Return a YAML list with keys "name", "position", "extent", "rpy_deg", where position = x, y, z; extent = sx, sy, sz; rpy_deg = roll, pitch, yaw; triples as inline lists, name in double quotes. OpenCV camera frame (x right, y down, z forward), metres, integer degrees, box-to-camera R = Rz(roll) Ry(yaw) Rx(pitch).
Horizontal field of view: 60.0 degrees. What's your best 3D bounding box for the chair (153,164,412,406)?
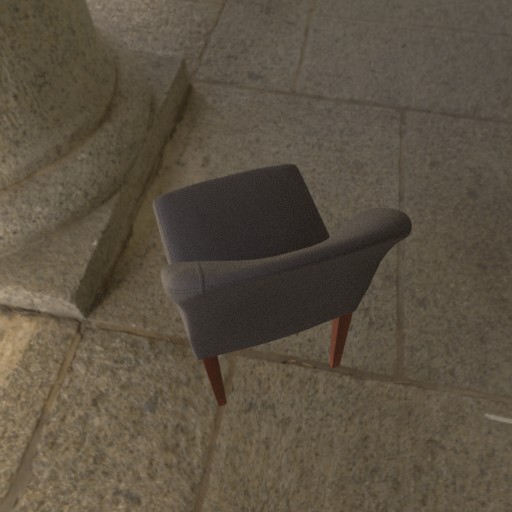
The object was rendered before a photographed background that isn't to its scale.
- name: "chair"
  position: [0.000, 0.000, 1.243]
  extent: [0.506, 0.879, 0.619]
  rpy_deg: [-16, 59, -10]
